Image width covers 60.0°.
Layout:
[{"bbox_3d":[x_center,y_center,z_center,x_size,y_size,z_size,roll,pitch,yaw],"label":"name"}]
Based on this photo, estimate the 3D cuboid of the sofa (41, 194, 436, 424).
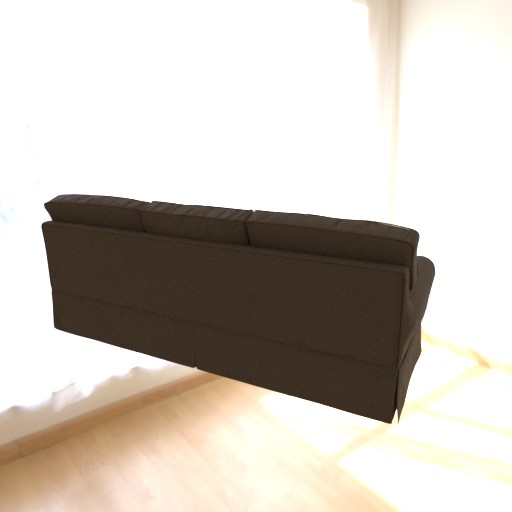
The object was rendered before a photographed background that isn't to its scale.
[{"bbox_3d":[0.000,0.000,3.269,2.475,0.978,1.733,8,18,26],"label":"sofa"}]
